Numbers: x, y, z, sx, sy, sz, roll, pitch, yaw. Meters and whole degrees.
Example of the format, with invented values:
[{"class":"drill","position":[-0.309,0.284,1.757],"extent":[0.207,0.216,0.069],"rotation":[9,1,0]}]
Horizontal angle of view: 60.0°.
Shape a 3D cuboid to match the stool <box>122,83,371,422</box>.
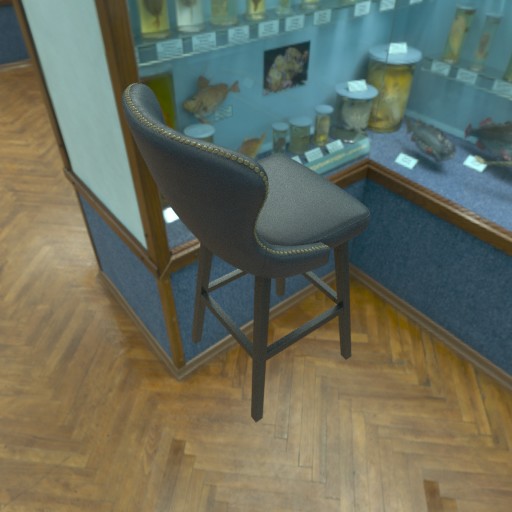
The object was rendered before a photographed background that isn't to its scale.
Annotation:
[{"class":"stool","position":[0.000,0.000,1.380],"extent":[0.601,1.050,0.528],"rotation":[-26,48,-26]}]
